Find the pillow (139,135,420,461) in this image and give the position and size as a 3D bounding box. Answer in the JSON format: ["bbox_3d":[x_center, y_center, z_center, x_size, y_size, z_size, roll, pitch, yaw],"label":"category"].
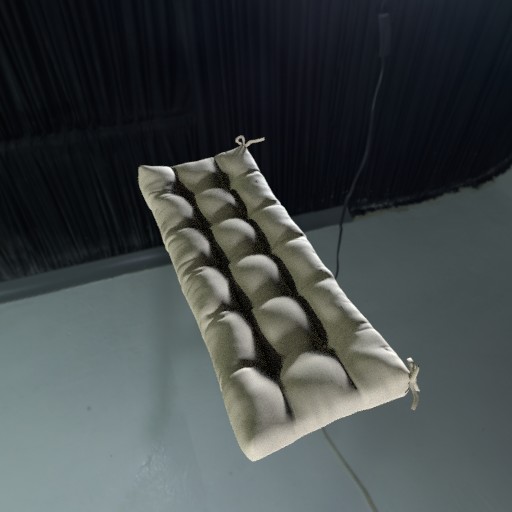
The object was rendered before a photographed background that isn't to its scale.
[{"bbox_3d":[0.000,0.000,1.383,0.511,0.174,1.194,-17,48,-16],"label":"pillow"}]
